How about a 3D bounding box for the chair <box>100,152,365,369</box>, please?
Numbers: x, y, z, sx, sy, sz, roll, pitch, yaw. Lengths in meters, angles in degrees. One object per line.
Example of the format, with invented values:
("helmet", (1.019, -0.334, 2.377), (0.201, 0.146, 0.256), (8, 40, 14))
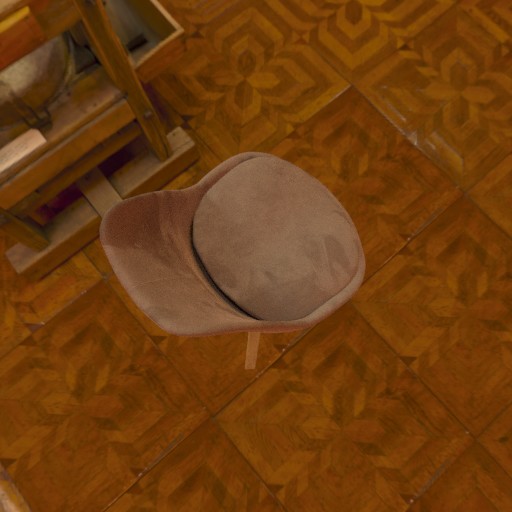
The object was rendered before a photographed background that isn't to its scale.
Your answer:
("chair", (0.000, 0.000, 1.184), (0.550, 0.850, 0.485), (-37, 79, -9))
